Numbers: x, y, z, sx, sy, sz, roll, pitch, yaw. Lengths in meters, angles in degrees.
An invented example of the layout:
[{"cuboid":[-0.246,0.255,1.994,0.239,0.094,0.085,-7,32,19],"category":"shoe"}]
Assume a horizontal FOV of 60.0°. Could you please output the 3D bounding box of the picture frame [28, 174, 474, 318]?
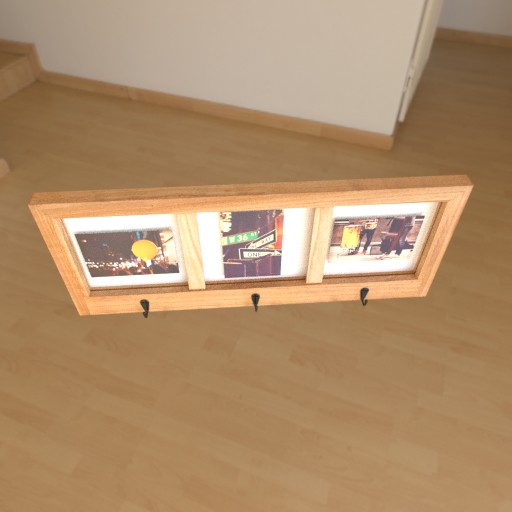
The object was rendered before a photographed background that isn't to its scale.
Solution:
[{"cuboid":[0.000,0.000,0.663,0.582,0.234,0.045,-3,46,-3],"category":"picture frame"}]
